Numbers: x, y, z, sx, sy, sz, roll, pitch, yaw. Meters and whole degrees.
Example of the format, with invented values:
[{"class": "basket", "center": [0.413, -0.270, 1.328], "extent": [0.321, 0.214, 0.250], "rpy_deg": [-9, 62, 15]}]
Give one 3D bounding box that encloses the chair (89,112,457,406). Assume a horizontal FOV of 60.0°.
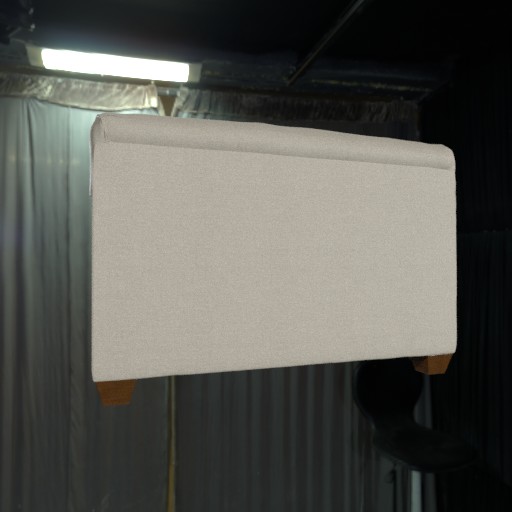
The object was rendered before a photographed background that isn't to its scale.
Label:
[{"class": "chair", "center": [0.000, 0.000, 2.008], "extent": [1.383, 0.948, 1.000], "rpy_deg": [0, -1, -18]}]
